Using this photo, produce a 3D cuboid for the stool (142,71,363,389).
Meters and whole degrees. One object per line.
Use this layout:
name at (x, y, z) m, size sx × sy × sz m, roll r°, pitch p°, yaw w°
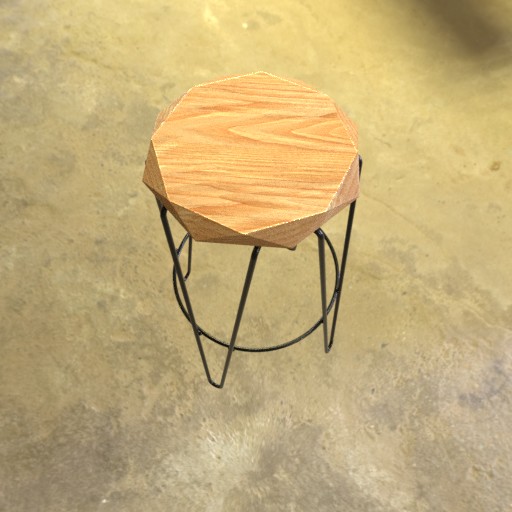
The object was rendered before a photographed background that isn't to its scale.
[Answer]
stool at (0.000, 0.000, 0.813) m, size 0.326 × 0.610 × 0.326 m, roll -16°, pitch 64°, yaw -8°
